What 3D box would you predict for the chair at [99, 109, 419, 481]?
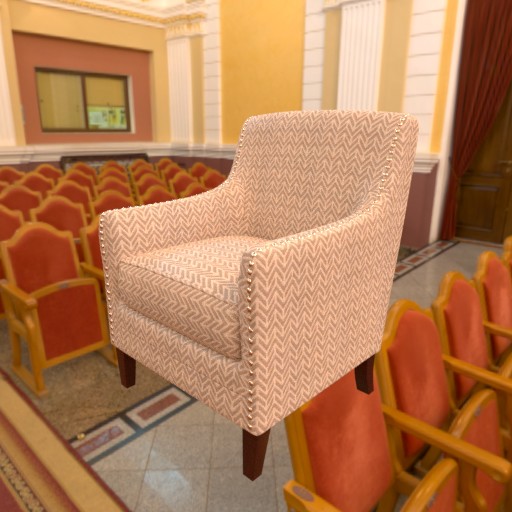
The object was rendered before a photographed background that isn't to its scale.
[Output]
[{"bbox_3d":[0.000,0.000,1.285,0.623,0.816,0.651,15,22,41],"label":"chair"}]
